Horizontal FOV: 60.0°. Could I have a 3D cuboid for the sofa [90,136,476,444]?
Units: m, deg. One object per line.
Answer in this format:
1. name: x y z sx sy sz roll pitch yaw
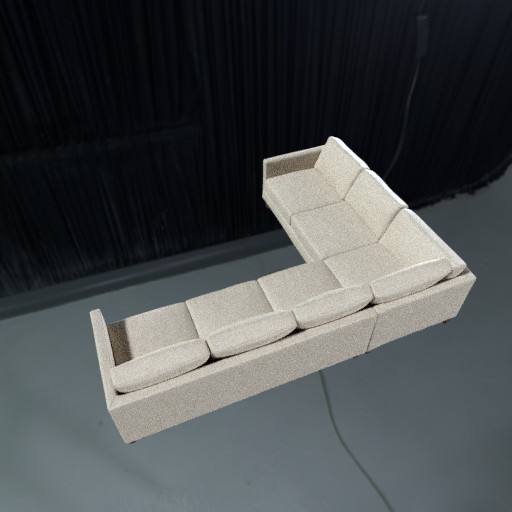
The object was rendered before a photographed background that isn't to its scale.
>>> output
1. sofa: 0.000 0.000 4.376 3.182 0.863 2.432 -16 47 -16
